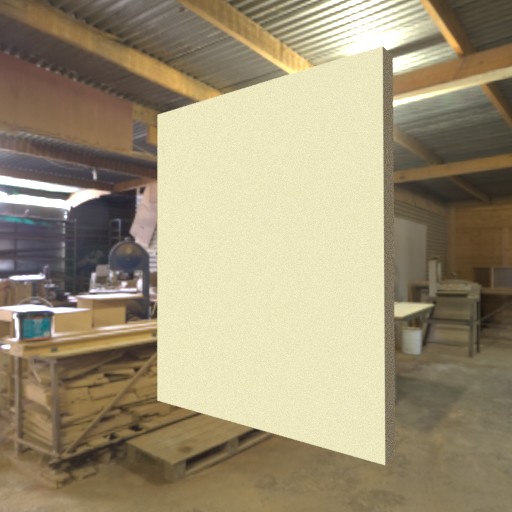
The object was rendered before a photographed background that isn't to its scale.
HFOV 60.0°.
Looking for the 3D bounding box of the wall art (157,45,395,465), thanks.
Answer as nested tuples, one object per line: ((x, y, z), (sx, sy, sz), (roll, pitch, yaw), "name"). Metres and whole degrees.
((0.000, 0.000, 0.735), (0.451, 0.553, 0.039), (-1, -1, 37), "wall art")
